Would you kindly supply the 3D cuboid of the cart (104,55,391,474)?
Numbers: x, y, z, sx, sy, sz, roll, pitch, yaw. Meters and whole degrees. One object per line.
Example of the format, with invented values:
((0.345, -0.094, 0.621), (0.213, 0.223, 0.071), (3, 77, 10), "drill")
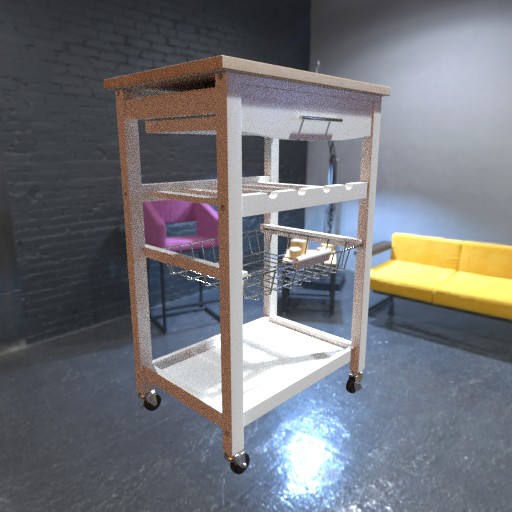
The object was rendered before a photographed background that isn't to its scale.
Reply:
((0.000, 0.000, 1.174), (0.406, 0.857, 0.578), (13, 19, 43), "cart")
